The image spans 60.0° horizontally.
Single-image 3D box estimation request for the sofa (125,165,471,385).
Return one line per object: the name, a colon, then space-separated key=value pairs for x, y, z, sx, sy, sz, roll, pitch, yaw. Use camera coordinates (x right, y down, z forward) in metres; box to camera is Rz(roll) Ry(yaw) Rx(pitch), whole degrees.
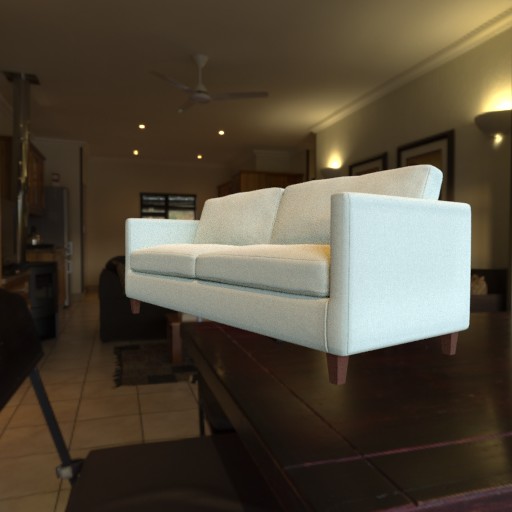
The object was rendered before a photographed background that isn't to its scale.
sofa: x=0.000 y=0.000 z=2.926 sx=0.948 sy=0.965 sz=2.434 roll=-1 pitch=2 yaw=-36
